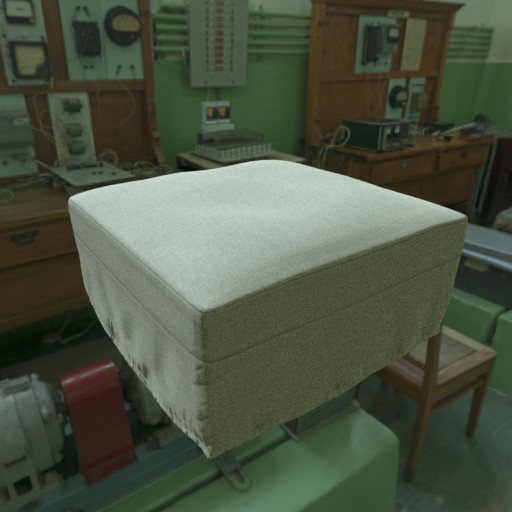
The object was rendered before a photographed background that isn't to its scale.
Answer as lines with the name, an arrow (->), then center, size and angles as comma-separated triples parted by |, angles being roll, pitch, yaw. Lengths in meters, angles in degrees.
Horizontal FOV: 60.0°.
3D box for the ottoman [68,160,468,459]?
ottoman -> 0.000, 0.000, 1.323 | 0.843, 0.436, 0.840 | -17, 29, -32
